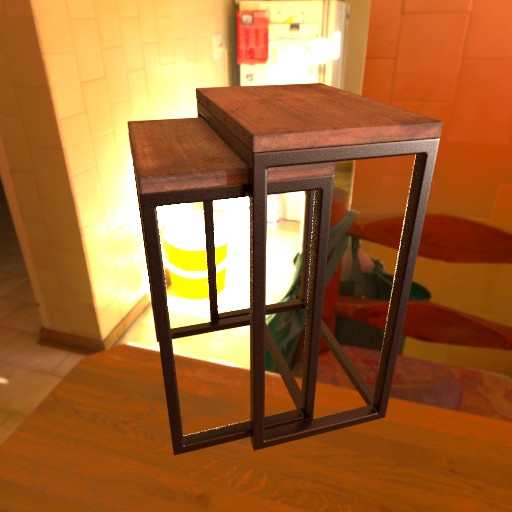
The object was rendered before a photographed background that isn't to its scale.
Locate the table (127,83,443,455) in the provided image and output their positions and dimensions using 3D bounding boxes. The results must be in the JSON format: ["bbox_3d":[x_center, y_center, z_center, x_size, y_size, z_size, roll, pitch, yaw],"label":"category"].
[{"bbox_3d":[0.000,0.000,0.930,0.460,0.615,0.456,-7,29,-12],"label":"table"}]
